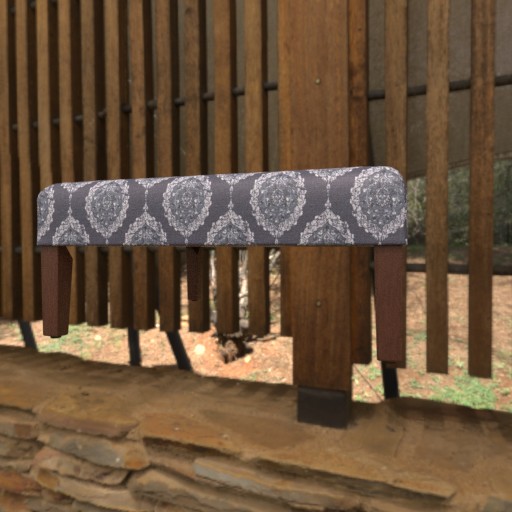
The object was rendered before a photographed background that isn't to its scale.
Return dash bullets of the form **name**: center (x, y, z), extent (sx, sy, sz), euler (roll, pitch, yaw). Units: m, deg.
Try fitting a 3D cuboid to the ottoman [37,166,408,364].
- **ottoman**: center (0.000, 0.000, 1.404), extent (0.889, 0.409, 0.890), euler (0, 1, 17)
